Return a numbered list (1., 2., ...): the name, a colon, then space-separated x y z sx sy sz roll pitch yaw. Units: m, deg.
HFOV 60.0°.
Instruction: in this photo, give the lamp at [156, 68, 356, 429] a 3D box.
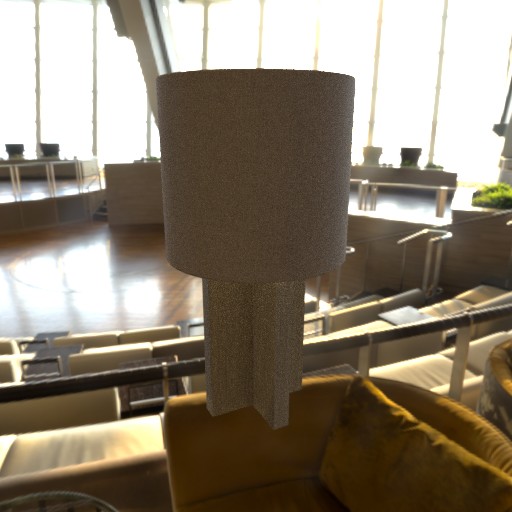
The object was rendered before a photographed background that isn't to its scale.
1. lamp: 0.000 0.000 0.576 0.229 0.428 0.229 -8 19 -26
